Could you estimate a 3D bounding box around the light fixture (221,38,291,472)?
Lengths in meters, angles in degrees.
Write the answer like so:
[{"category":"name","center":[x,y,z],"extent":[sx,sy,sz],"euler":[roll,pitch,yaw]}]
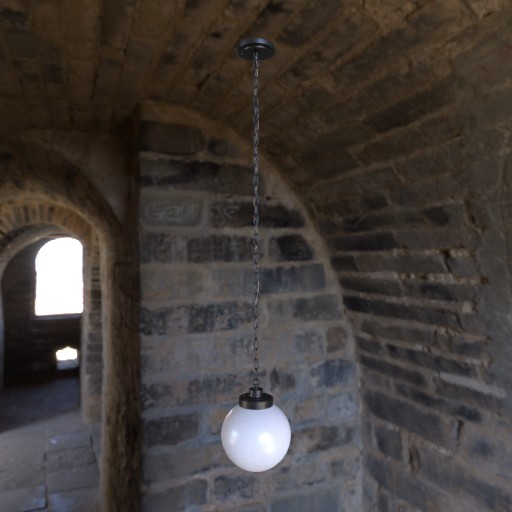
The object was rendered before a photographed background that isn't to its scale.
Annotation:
[{"category":"light fixture","center":[0.000,0.000,1.967],"extent":[0.305,1.867,0.304],"euler":[0,-1,18]}]
